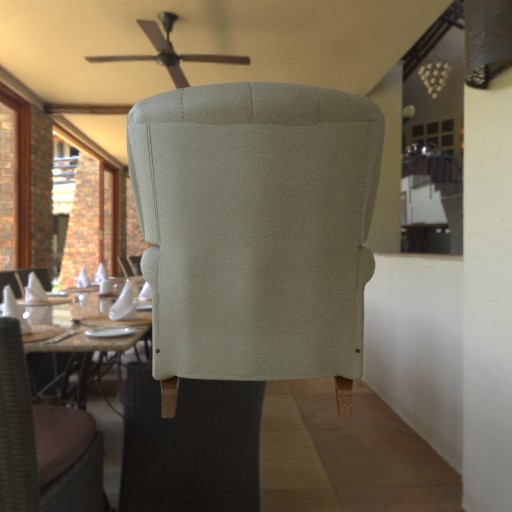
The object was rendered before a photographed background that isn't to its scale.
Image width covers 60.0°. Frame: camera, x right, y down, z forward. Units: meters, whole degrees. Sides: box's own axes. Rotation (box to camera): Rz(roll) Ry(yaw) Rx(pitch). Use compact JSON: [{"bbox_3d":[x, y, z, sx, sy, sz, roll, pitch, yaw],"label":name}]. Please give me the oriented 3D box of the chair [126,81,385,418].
[{"bbox_3d":[0.000,0.000,1.891,0.943,1.158,1.059,0,1,0],"label":"chair"}]
